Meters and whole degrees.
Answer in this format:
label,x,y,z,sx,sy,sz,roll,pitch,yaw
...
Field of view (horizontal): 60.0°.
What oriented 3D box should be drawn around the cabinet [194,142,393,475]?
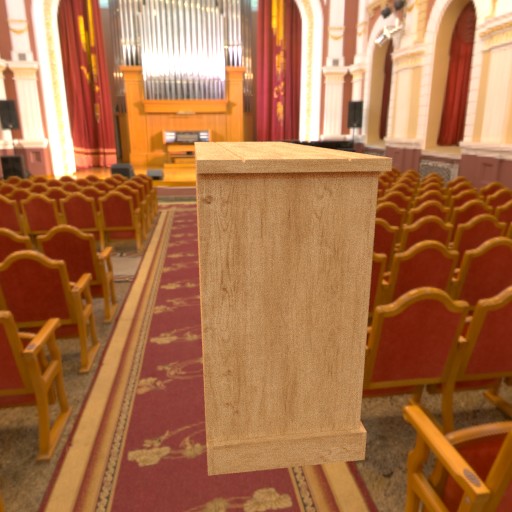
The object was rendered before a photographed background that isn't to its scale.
label,x,y,z,sx,sy,sz,roll,pitch,yaw
cabinet,0.000,0.000,1.697,0.432,0.810,1.321,-2,16,-7
